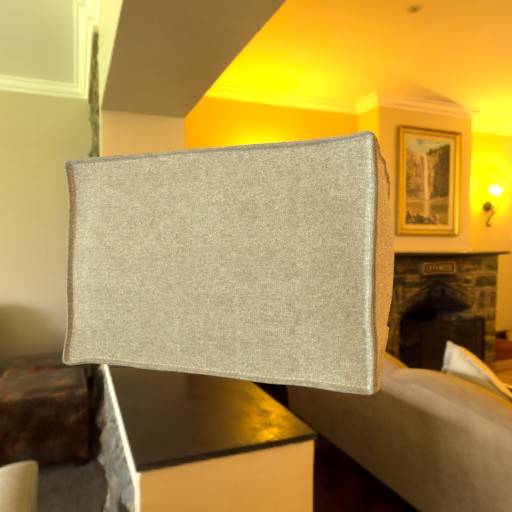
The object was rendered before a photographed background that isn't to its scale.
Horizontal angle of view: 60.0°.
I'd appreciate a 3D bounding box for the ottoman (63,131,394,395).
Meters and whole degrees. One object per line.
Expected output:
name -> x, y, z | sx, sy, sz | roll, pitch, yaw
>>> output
ottoman -> 0.000, 0.000, 1.169 | 0.696, 0.470, 0.707 | 0, 1, 18
